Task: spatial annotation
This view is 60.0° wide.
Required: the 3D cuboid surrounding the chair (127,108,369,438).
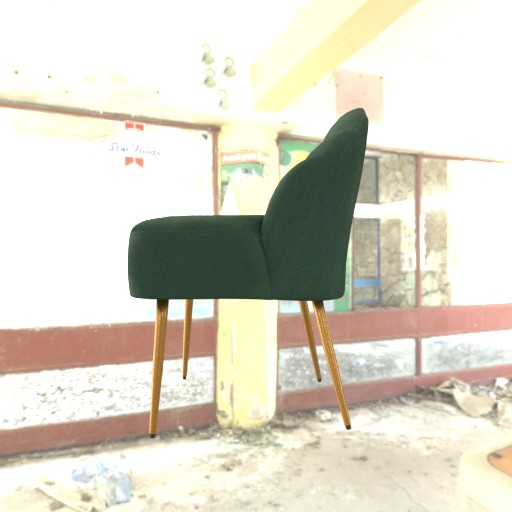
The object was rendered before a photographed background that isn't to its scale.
[{"bbox_3d":[0.000,0.000,1.249,0.599,0.819,0.657,0,-1,-1],"label":"chair"}]
